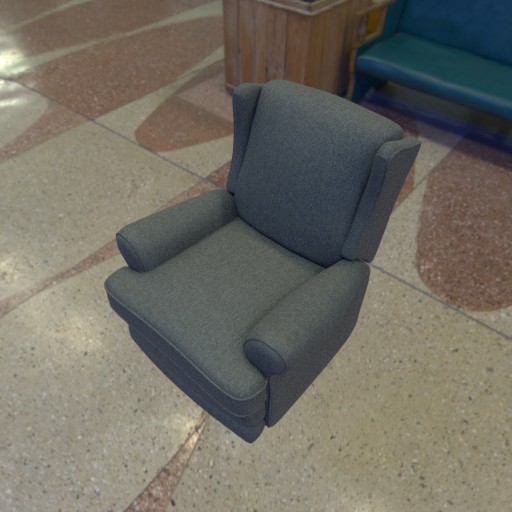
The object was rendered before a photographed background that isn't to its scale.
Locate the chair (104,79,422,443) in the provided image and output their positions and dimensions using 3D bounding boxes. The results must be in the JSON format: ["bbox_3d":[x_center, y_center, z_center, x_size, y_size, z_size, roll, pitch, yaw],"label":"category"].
[{"bbox_3d":[0.000,0.000,1.709,0.847,1.011,0.969,33,54,27],"label":"chair"}]
